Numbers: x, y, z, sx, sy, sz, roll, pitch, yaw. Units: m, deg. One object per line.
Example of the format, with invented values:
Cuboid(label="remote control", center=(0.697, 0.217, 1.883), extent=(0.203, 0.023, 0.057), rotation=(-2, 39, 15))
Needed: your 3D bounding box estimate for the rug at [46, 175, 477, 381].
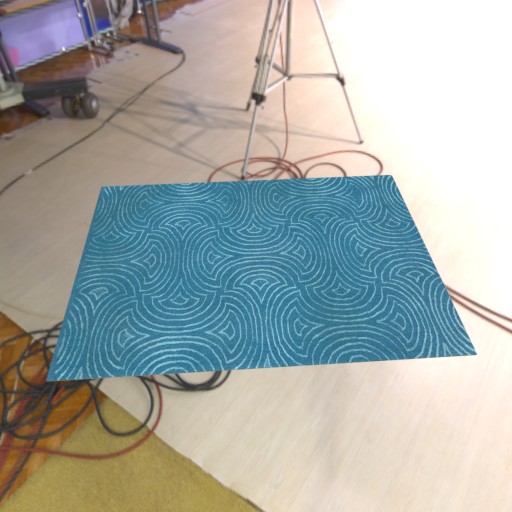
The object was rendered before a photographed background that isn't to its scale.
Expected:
Cuboid(label="rug", center=(0.000, 0.000, 2.732), extent=(2.144, 0.015, 1.543), rotation=(-3, 46, -3))
